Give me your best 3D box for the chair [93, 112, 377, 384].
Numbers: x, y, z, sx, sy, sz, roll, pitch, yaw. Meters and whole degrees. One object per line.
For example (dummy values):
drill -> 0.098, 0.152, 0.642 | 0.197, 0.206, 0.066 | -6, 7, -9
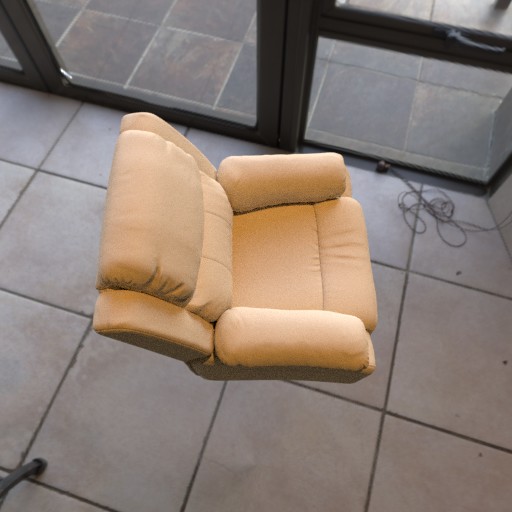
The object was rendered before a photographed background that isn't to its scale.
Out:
chair -> 0.000, 0.000, 1.290 | 0.709, 0.702, 0.680 | -1, 65, -1
